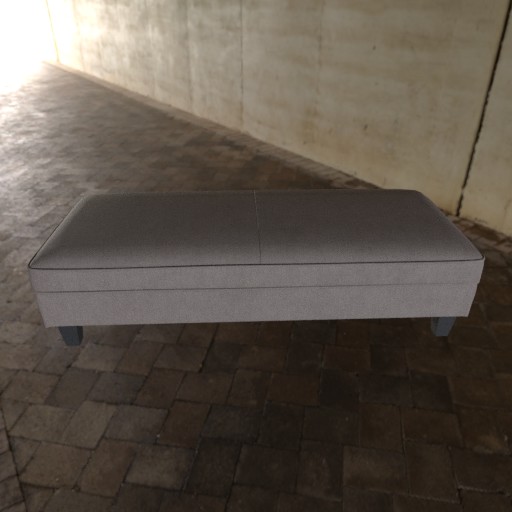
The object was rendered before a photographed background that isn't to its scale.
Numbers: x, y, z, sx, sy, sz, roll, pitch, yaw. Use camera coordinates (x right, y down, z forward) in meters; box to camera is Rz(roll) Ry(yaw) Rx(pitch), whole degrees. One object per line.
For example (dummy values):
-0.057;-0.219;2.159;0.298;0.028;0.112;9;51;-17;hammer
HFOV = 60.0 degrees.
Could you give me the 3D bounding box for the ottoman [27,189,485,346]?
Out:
0.000;0.000;2.052;1.764;0.470;0.751;-1;30;-2;ottoman
